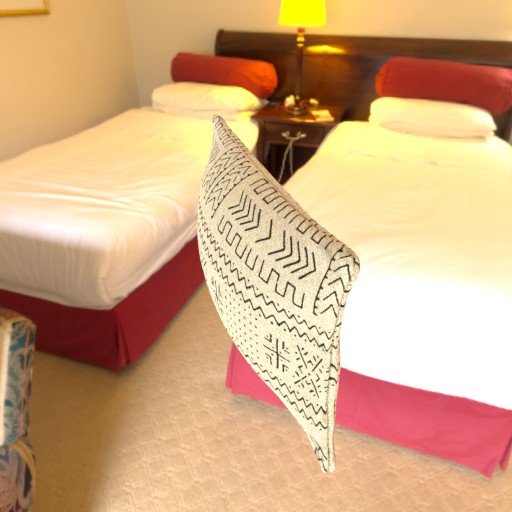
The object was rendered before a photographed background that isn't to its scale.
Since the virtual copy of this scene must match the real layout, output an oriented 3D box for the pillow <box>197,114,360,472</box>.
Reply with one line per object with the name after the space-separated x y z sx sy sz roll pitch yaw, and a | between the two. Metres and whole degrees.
0.000 0.000 0.782 0.188 0.352 0.637 -9 32 -14 | pillow
